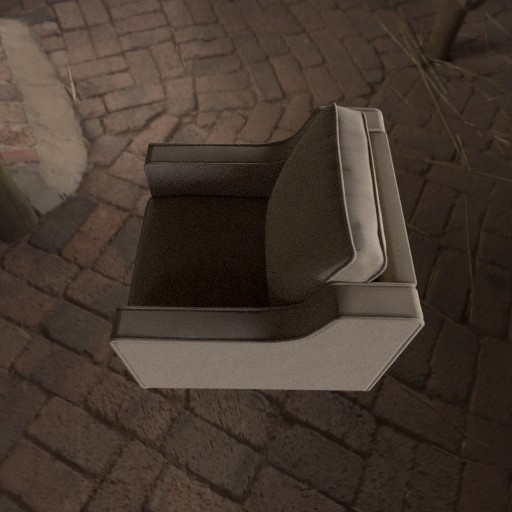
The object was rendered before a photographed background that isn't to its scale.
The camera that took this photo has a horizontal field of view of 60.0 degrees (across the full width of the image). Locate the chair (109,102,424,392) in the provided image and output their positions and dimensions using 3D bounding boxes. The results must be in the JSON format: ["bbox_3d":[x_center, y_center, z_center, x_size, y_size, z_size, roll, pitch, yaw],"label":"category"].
[{"bbox_3d":[0.000,0.000,1.670,0.909,0.960,0.831,1,58,0],"label":"chair"}]
